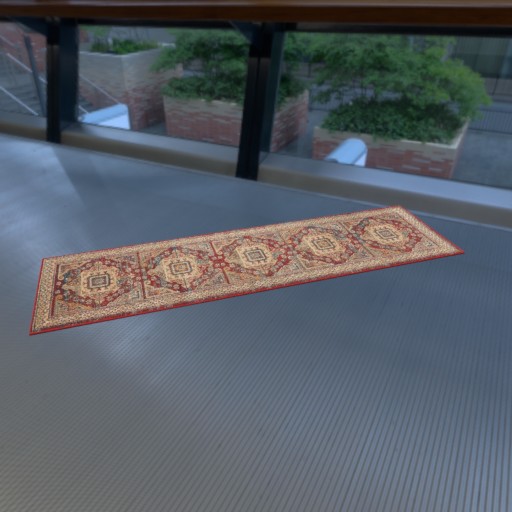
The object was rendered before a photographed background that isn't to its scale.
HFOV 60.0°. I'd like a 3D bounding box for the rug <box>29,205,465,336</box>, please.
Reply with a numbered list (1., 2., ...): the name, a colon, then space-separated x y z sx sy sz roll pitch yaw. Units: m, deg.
1. rug: 0.000 0.000 2.499 2.292 0.015 0.659 -9 33 -15
